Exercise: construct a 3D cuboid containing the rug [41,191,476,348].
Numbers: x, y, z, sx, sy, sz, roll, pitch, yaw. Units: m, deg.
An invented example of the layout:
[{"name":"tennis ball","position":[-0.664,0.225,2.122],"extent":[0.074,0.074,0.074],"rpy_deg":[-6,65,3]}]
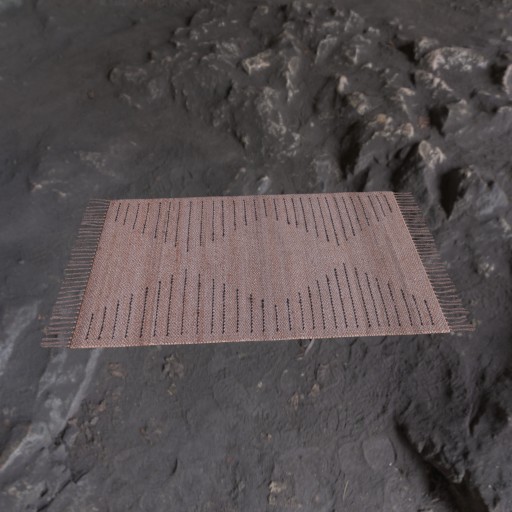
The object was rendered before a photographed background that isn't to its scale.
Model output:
[{"name":"rug","position":[0.000,0.000,2.034],"extent":[1.718,0.017,0.905],"rpy_deg":[-2,47,-2]}]
